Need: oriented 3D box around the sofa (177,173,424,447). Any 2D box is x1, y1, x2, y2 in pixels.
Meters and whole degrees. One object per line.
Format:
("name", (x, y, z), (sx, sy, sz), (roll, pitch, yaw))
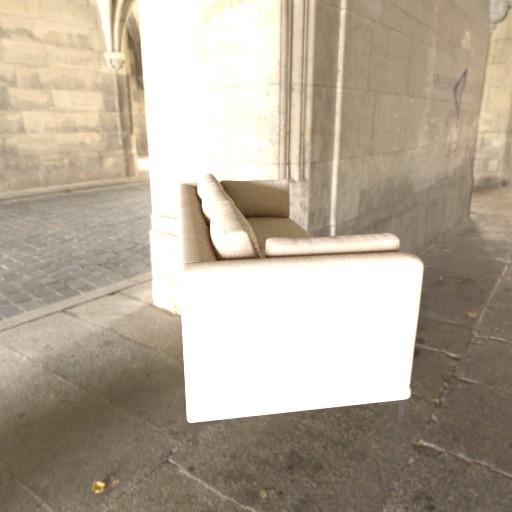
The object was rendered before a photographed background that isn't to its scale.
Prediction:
("sofa", (0.000, 0.000, 2.882), (0.969, 0.867, 2.415), (-3, 17, -9))
